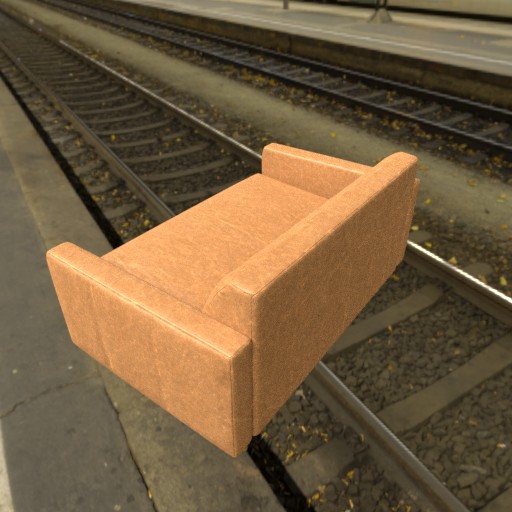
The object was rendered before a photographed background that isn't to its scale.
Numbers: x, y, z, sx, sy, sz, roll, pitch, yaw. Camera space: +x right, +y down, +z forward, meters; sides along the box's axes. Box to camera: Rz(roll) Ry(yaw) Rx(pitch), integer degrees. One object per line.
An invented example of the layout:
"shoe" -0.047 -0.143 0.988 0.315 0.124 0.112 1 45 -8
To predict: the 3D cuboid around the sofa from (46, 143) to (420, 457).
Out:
"sofa" 0.000 0.000 2.102 0.960 0.820 1.549 22 40 30
